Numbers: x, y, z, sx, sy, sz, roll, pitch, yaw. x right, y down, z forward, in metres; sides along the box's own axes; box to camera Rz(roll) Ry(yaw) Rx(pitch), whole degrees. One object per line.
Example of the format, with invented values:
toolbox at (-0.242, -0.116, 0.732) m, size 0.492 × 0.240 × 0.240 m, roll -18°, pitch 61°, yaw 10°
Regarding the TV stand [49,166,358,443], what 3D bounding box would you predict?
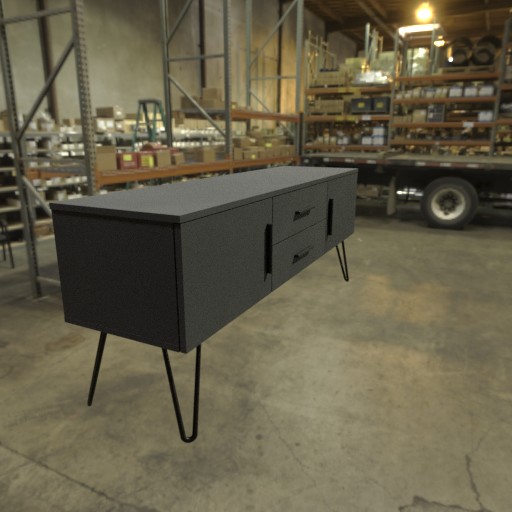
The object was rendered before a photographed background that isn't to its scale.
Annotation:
TV stand at (0.000, 0.000, 1.652) m, size 0.400 × 0.560 × 1.400 m, roll 8°, pitch 17°, yaw 26°
